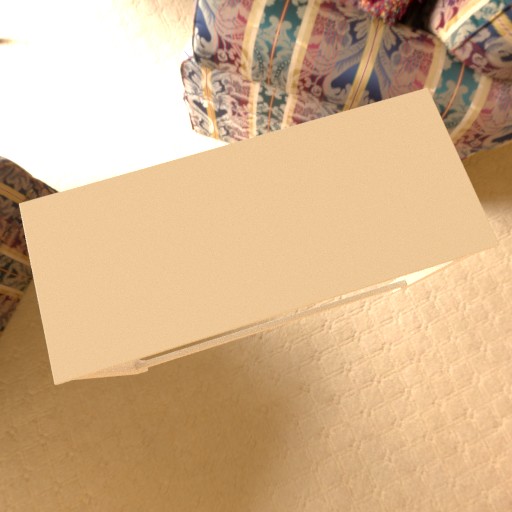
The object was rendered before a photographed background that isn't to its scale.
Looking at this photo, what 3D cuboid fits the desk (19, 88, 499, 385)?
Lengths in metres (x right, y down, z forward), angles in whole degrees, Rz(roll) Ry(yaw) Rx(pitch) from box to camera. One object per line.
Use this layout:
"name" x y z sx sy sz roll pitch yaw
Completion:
"desk" 0.000 0.000 1.554 1.191 0.762 0.504 -17 77 -4
